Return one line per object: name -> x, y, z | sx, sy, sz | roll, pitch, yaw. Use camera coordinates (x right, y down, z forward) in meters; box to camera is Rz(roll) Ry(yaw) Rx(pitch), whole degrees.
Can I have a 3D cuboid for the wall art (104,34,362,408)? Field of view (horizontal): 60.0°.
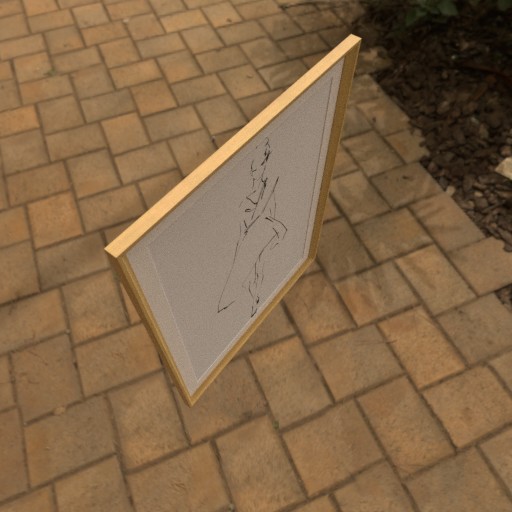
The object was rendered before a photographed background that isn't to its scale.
wall art -> 0.000, 0.000, 1.332 | 0.030, 1.002, 0.798 | 33, 63, 19
